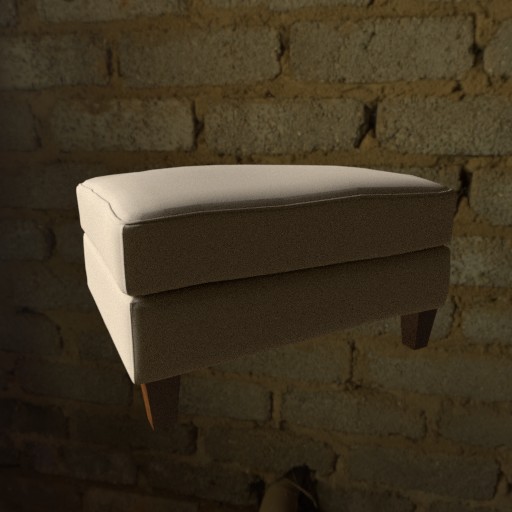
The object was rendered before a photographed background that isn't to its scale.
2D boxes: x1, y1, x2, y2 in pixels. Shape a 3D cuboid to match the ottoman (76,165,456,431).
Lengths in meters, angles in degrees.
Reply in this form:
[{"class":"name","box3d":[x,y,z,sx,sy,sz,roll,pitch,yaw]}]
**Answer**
[{"class":"ottoman","box3d":[0.000,0.000,1.194,0.818,0.485,0.634,-8,18,-26]}]
